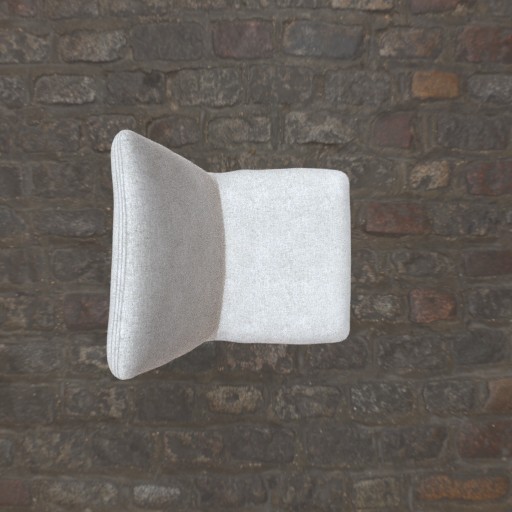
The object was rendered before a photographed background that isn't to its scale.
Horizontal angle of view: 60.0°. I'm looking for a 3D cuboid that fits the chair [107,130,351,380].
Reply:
[{"bbox_3d":[0.000,0.000,1.282,0.563,0.974,0.522,0,89,-1],"label":"chair"}]
